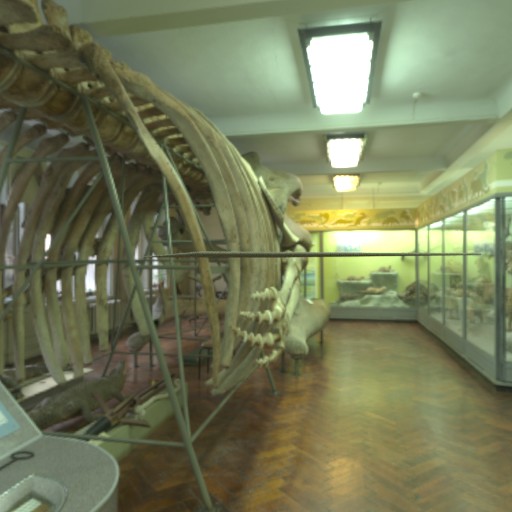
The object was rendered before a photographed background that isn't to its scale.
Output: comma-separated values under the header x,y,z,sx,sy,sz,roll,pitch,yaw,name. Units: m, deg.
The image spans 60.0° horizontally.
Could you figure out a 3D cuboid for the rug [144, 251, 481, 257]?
x,y,z,sx,sy,sz,roll,pitch,yaw,name
0.000,0.000,3.594,1.546,0.011,3.048,0,-1,-19,rug
